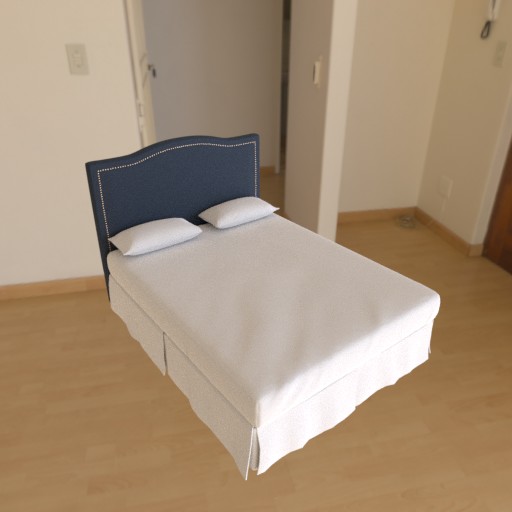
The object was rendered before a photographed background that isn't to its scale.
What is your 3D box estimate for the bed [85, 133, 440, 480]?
[{"bbox_3d":[0.000,0.000,3.468,1.821,1.436,2.282,-20,34,-32],"label":"bed"}]
